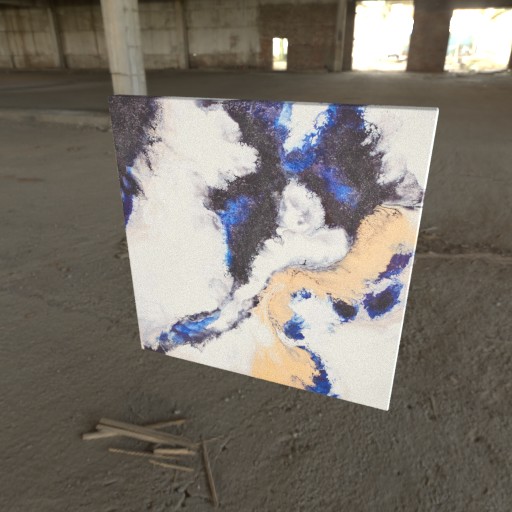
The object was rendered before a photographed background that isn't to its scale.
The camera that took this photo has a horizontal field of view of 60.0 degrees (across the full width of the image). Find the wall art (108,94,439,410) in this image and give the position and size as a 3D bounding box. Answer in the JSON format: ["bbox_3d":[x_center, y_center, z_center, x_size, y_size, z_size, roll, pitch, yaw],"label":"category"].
[{"bbox_3d":[0.000,0.000,0.918,0.609,0.609,0.039,9,27,18],"label":"wall art"}]
